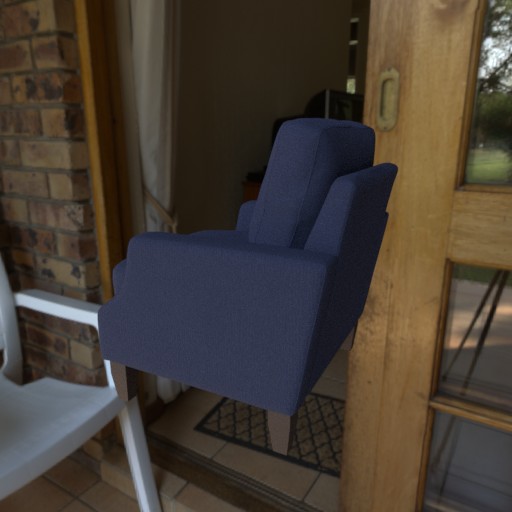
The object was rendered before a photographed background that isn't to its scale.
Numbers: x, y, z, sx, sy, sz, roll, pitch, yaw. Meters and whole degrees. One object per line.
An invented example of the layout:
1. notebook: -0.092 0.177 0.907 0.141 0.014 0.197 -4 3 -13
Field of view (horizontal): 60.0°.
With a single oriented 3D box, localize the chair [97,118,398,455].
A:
1. chair: 0.000 0.000 1.684 0.897 0.991 0.855 8 18 25
